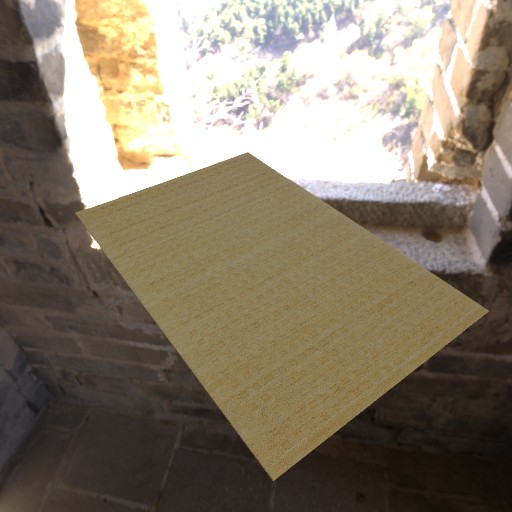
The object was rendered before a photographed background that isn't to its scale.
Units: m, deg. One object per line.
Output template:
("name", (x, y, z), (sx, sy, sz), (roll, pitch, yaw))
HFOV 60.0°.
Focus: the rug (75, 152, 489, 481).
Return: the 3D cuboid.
("rug", (0.000, 0.000, 2.812), (1.524, 0.006, 2.286), (-26, 47, -27))
